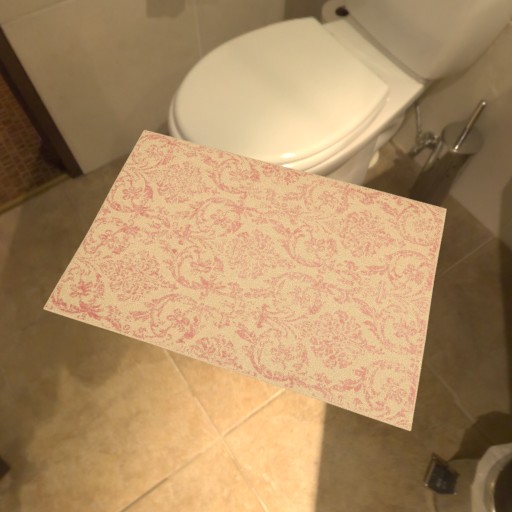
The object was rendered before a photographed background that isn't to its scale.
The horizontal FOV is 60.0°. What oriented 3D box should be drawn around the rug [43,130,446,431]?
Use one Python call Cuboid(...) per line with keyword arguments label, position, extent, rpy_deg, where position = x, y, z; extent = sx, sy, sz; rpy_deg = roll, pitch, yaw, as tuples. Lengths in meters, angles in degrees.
Cuboid(label="rug", position=(0.000, 0.000, 3.497), extent=(2.746, 0.018, 1.819), rpy_deg=(16, 65, 8))
